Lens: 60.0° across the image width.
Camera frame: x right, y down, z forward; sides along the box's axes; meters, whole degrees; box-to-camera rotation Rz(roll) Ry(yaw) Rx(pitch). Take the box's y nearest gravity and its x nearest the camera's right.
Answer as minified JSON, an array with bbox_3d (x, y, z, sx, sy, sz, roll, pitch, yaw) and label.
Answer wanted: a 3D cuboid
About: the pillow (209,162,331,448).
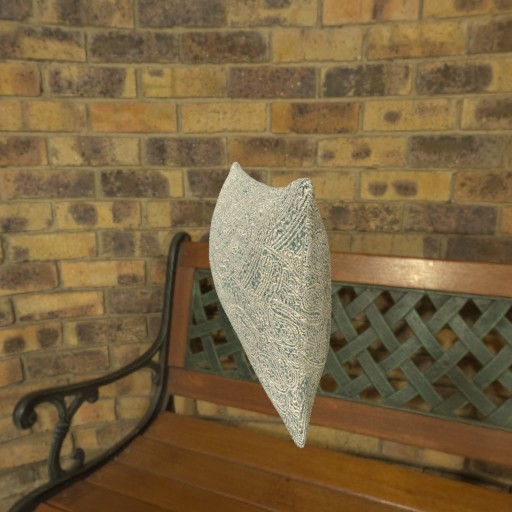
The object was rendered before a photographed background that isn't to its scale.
[{"bbox_3d":[0.000,0.000,0.742,0.151,0.295,0.615,-2,14,-9],"label":"pillow"}]
